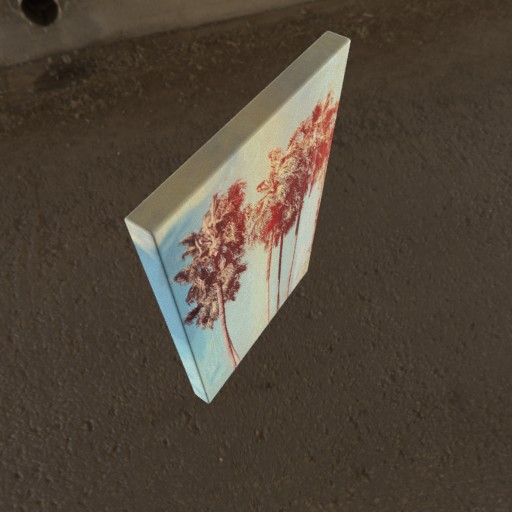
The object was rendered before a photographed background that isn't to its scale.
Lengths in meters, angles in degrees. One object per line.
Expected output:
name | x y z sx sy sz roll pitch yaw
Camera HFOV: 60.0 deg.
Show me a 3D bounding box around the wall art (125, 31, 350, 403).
wall art | 0.000 0.000 0.773 0.038 0.610 0.401 30 62 18
